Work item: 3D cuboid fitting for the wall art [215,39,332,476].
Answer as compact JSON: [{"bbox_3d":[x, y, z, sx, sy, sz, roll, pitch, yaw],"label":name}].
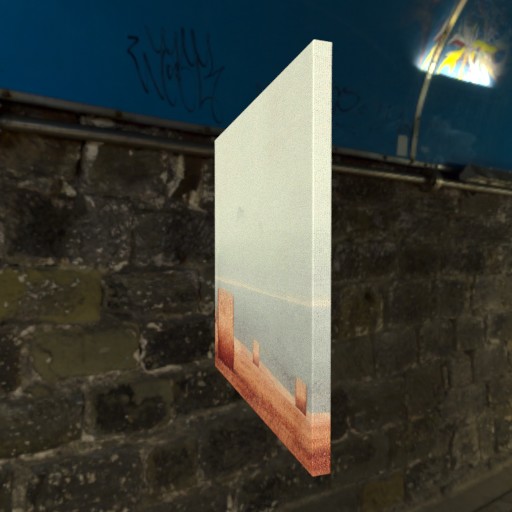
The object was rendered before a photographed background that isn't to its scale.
[{"bbox_3d":[0.000,0.000,0.905,0.034,0.605,0.605,0,1,-18],"label":"wall art"}]
